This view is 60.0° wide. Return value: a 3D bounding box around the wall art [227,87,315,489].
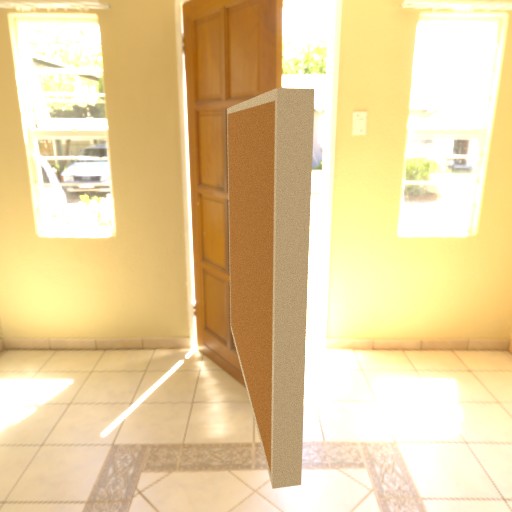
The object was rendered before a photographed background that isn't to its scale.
[{"bbox_3d":[0.000,0.000,0.462,0.024,0.304,0.304,-3,16,-9],"label":"wall art"}]
